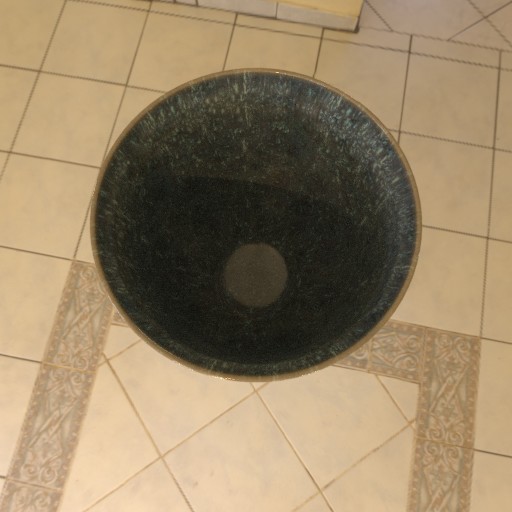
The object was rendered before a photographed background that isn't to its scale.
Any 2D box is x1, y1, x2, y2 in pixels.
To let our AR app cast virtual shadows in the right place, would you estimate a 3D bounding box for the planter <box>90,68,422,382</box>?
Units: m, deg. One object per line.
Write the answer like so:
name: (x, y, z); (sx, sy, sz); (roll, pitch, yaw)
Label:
planter: (0.000, 0.000, 0.363); (0.195, 0.214, 0.195); (0, 75, 0)
